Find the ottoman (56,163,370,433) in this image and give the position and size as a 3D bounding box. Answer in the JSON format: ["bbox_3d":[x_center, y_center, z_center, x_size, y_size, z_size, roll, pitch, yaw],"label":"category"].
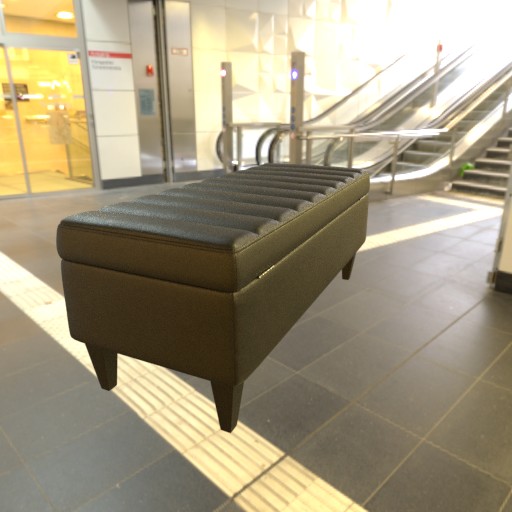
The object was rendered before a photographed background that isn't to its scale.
[{"bbox_3d":[0.000,0.000,1.449,0.482,0.469,1.151,9,21,24],"label":"ottoman"}]
